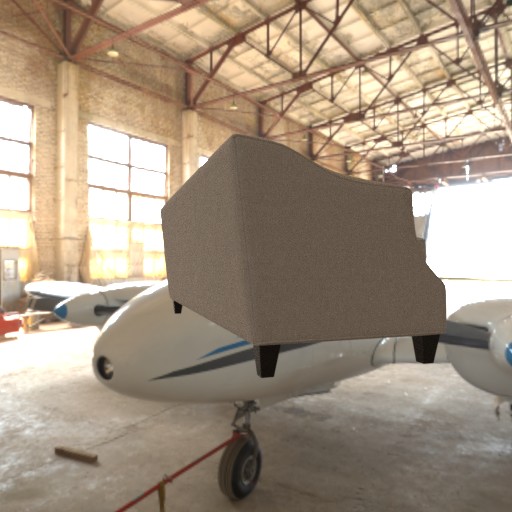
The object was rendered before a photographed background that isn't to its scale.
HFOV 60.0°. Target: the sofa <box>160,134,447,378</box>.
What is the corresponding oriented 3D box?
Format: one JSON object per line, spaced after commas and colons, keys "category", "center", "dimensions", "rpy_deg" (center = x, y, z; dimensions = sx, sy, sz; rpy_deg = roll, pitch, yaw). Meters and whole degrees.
{"category": "sofa", "center": [0.000, 0.000, 2.704], "dimensions": [0.914, 0.901, 2.235], "rpy_deg": [0, -1, -18]}
